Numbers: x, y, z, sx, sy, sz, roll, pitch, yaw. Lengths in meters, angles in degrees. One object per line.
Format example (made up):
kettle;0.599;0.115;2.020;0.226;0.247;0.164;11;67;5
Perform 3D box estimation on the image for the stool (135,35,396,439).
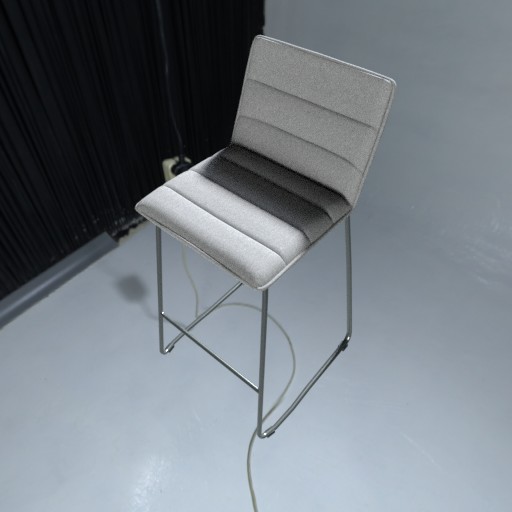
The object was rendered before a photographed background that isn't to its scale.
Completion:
stool;0.000;0.000;1.223;0.490;0.960;0.490;32;55;26
